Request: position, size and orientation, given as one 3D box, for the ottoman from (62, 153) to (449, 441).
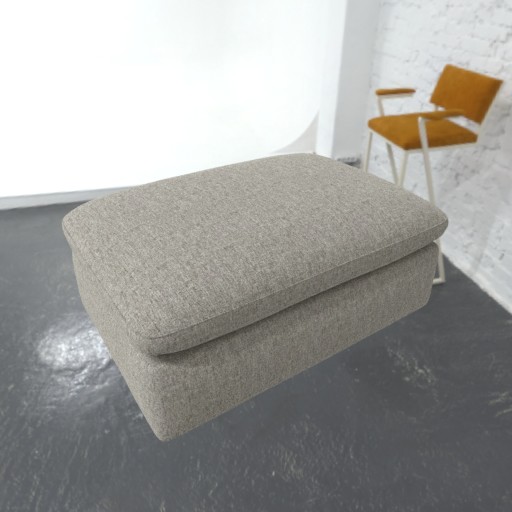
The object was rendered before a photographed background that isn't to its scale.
[{"bbox_3d":[0.000,0.000,1.370,0.977,0.451,0.694,-19,37,-28],"label":"ottoman"}]
